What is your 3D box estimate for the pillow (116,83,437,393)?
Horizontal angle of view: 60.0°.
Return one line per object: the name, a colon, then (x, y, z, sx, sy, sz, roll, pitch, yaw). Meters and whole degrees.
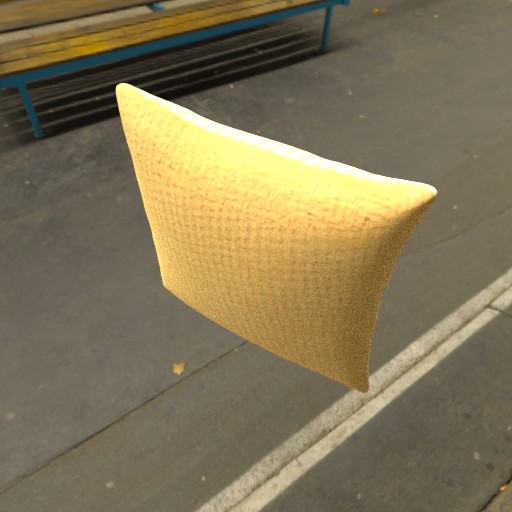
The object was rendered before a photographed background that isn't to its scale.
pillow: (0.000, 0.000, 0.636, 0.419, 0.407, 0.173, 25, 52, 21)
